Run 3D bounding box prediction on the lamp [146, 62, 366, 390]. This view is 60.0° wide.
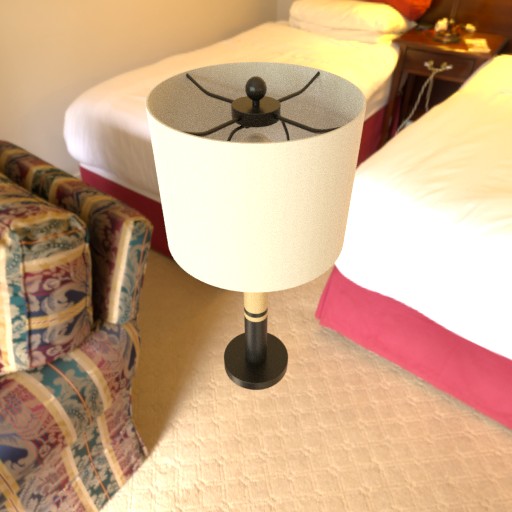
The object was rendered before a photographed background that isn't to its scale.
[{"bbox_3d":[0.000,0.000,0.812,0.305,0.640,0.305,0,40,0],"label":"lamp"}]
